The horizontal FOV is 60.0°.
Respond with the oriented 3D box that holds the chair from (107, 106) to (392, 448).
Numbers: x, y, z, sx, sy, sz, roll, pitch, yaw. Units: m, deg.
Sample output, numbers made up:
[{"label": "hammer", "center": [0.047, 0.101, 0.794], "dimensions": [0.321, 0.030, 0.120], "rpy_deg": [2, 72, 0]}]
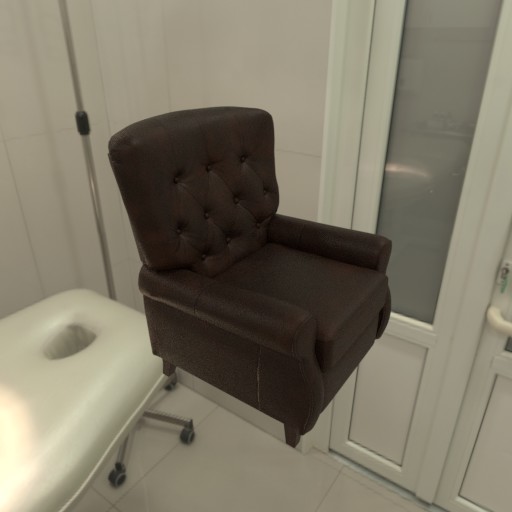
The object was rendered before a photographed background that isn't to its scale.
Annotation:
[{"label": "chair", "center": [0.000, 0.000, 1.956], "dimensions": [1.058, 1.158, 0.948], "rpy_deg": [18, 32, 31]}]
